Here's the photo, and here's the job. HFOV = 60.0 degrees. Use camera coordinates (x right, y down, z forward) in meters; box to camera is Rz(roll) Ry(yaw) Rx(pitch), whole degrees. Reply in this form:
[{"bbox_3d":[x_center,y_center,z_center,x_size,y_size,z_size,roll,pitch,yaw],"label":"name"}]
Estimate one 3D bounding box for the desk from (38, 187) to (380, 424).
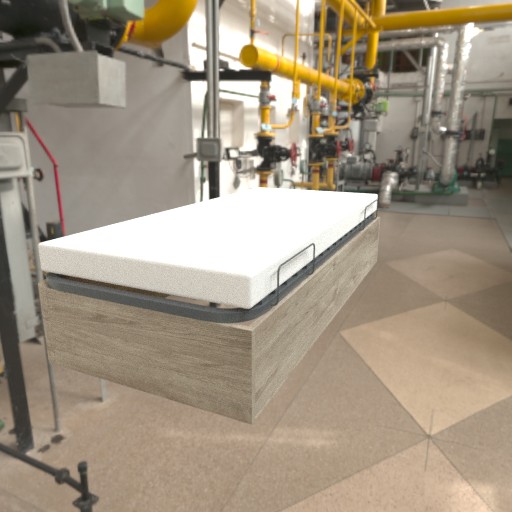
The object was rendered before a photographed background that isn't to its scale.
[{"bbox_3d":[0.000,0.000,2.257,0.900,0.455,1.900,7,17,25],"label":"desk"}]
